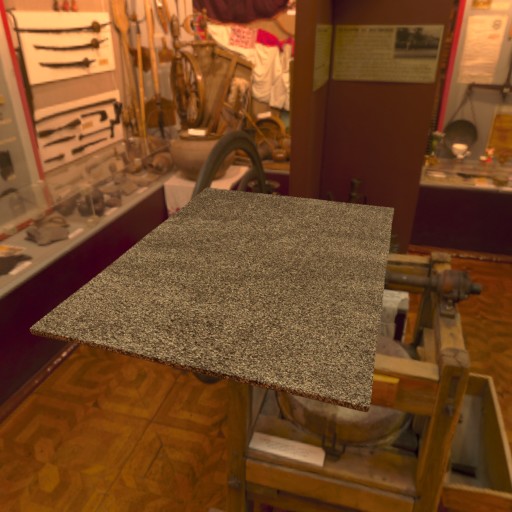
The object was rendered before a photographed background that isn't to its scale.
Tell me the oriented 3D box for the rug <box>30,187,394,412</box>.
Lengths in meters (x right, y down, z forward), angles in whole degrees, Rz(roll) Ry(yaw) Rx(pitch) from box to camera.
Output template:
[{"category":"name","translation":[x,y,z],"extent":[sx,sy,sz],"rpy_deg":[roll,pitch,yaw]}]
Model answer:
[{"category":"rug","translation":[0.000,0.000,2.105],"extent":[1.198,0.025,1.601],"rpy_deg":[9,29,16]}]
